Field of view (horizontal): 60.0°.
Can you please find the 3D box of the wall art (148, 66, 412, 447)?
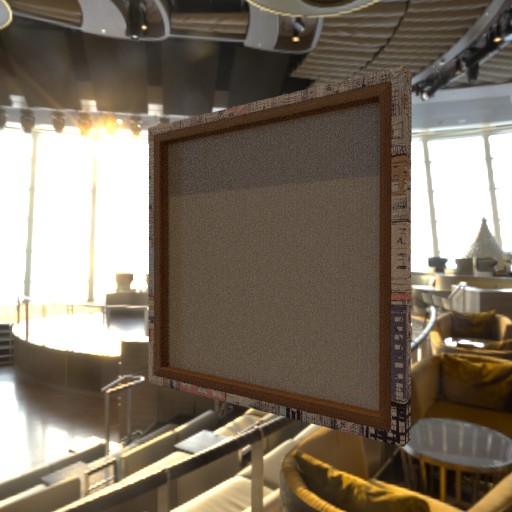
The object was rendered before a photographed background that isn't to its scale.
[{"bbox_3d":[0.000,0.000,0.894,0.607,0.608,0.038,0,1,36],"label":"wall art"}]
